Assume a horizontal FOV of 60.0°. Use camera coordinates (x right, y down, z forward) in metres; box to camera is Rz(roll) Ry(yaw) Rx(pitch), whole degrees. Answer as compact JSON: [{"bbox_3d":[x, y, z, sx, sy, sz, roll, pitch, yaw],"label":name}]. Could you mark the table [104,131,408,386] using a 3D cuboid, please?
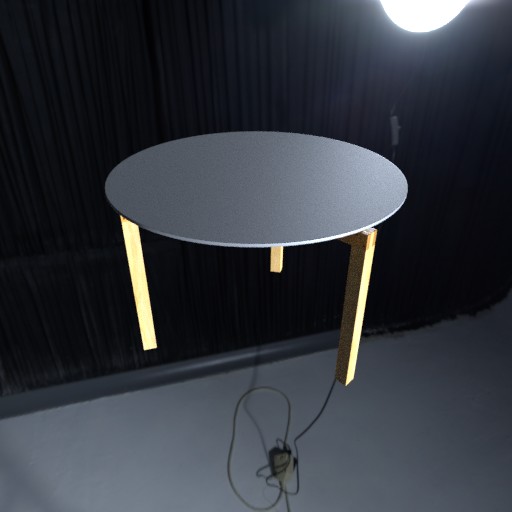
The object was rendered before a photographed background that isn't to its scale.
[{"bbox_3d":[0.000,0.000,1.018,0.600,0.405,0.600,0,31,0],"label":"table"}]
